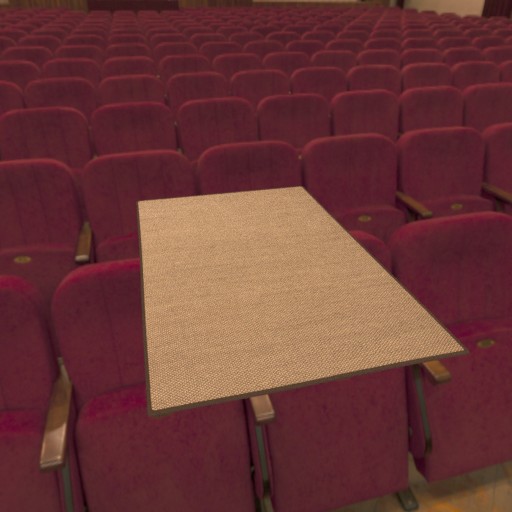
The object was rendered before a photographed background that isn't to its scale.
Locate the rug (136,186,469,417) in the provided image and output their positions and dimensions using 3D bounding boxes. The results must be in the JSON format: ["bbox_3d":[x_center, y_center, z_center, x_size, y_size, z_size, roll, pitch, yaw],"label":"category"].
[{"bbox_3d":[0.000,0.000,2.083,1.067,0.013,1.676,-7,30,-13],"label":"rug"}]
